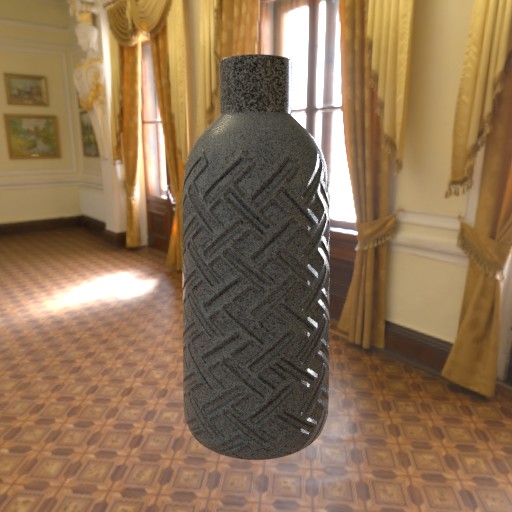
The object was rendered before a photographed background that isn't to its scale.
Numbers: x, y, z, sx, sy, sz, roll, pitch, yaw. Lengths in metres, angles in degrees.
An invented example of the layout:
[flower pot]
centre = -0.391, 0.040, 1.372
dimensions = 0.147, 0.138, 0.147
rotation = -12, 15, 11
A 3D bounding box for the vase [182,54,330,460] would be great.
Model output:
[vase]
centre = 0.000, 0.000, 0.346
dimensions = 0.122, 0.282, 0.122
rotation = 0, 14, 0
